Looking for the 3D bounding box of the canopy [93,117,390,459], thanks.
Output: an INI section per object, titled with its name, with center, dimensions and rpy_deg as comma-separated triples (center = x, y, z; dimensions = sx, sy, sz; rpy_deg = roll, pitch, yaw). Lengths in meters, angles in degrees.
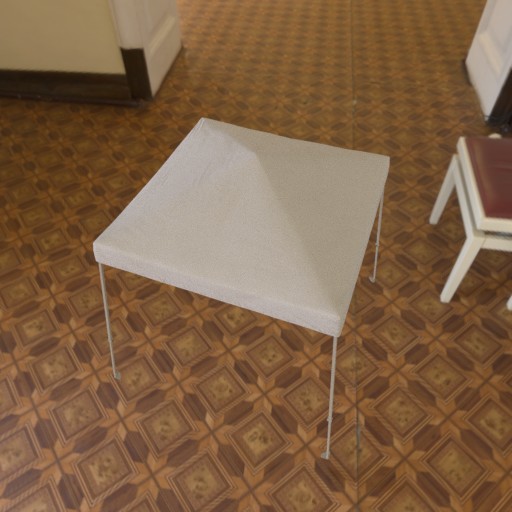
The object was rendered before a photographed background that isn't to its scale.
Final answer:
[canopy]
center = 0.000, 0.000, 6.598
dimensions = 3.599, 3.600, 3.600
rpy_deg = 16, 50, 14
